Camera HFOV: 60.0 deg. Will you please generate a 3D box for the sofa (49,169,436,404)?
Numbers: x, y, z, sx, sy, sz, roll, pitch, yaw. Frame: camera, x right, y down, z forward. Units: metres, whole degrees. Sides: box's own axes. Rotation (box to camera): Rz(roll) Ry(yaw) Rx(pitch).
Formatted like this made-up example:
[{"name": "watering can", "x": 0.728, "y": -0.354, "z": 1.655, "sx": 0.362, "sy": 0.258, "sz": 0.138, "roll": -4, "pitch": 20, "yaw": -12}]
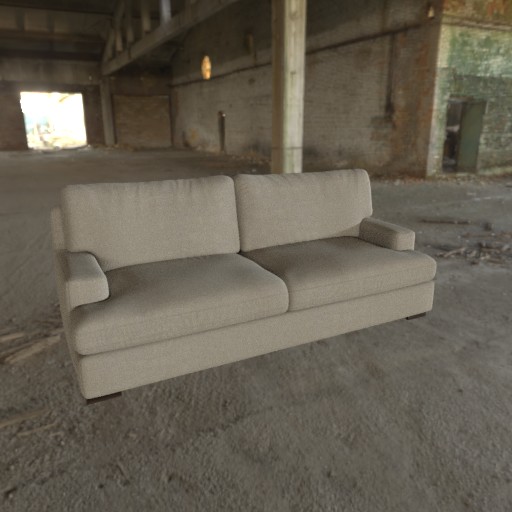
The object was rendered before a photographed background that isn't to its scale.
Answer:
[{"name": "sofa", "x": 0.000, "y": 0.000, "z": 2.863, "sx": 2.354, "sy": 0.980, "sz": 0.962, "roll": -8, "pitch": 18, "yaw": -26}]
